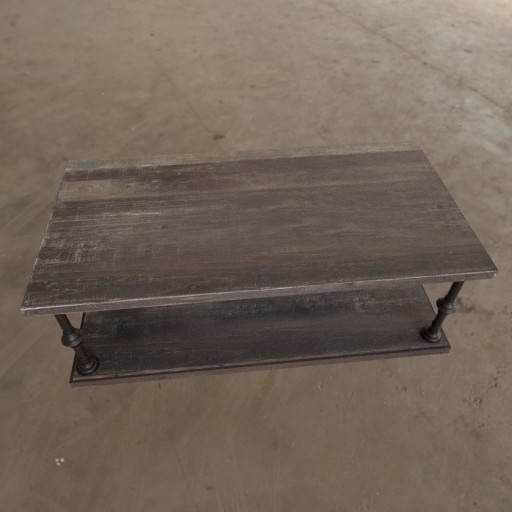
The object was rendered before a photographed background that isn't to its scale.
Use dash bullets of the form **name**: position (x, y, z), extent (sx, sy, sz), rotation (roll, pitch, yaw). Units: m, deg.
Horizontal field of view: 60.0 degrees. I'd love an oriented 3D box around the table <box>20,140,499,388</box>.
- **table**: position (0.000, 0.000, 1.326), extent (1.088, 0.373, 0.554), rotation (-4, 47, -4)
